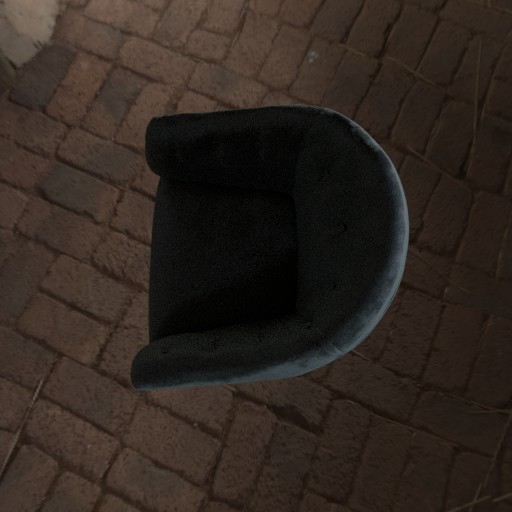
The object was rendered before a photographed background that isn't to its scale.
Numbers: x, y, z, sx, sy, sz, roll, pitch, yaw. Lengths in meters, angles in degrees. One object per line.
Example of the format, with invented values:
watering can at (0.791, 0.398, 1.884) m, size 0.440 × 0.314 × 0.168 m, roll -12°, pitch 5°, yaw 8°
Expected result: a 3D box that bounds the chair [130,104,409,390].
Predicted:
chair at (0.000, 0.000, 1.497) m, size 0.776 × 0.885 × 0.851 m, roll 0°, pitch 76°, yaw 0°
